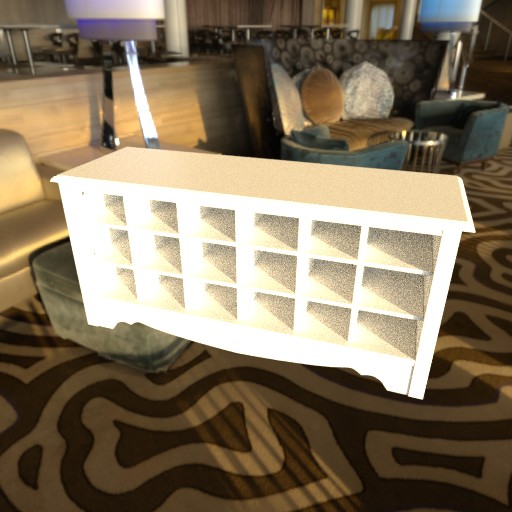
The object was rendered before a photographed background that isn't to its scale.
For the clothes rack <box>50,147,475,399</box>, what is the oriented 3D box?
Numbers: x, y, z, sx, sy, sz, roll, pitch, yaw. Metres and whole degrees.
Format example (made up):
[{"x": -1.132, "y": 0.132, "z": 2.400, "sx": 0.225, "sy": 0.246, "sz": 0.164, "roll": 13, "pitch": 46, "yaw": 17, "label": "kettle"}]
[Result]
[{"x": 0.000, "y": 0.000, "z": 1.500, "sx": 1.218, "sy": 0.558, "sz": 0.405, "roll": 9, "pitch": 29, "yaw": 16, "label": "clothes rack"}]
